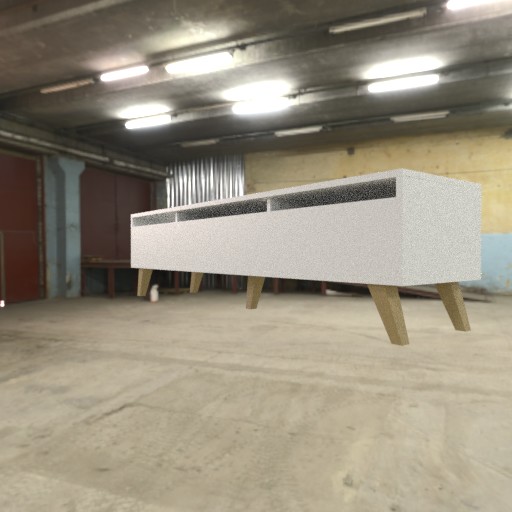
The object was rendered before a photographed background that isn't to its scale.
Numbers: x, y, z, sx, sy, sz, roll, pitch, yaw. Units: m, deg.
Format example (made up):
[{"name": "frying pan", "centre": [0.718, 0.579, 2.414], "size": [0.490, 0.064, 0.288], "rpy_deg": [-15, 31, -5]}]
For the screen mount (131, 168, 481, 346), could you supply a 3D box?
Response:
[{"name": "screen mount", "centre": [0.000, 0.000, 1.831], "size": [0.399, 0.432, 1.644], "rpy_deg": [0, 1, -38]}]
